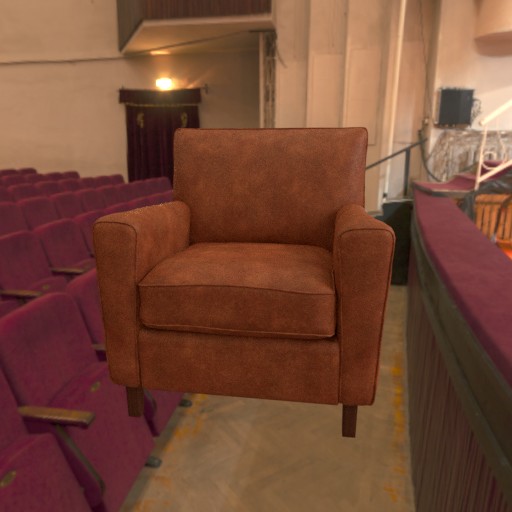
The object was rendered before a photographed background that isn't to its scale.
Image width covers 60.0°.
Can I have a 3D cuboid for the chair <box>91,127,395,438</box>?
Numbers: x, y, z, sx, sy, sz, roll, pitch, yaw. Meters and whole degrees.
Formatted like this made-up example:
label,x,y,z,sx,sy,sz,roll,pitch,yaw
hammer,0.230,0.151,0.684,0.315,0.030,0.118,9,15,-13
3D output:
label,x,y,z,sx,sy,sz,roll,pitch,yaw
chair,0.000,0.000,1.628,0.870,0.943,0.823,2,13,9
